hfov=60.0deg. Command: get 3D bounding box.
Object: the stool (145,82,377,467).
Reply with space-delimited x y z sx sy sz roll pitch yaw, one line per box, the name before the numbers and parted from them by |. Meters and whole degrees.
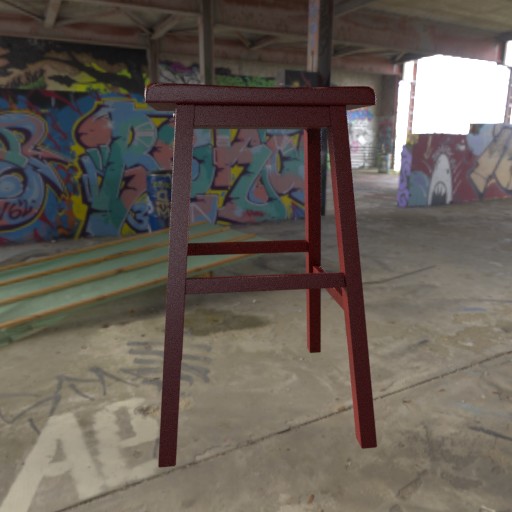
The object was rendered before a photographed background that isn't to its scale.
stool | 0.000 0.000 1.050 0.457 0.737 0.476 -2 15 -7
